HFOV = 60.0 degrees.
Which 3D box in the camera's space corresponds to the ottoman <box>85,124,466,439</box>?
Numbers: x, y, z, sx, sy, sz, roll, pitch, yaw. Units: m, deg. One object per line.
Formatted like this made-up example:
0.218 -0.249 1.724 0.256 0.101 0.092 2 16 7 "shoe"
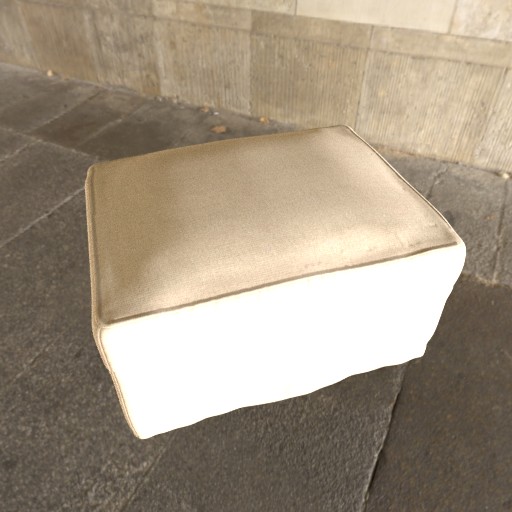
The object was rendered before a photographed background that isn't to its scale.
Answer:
0.000 0.000 1.246 0.833 0.485 0.650 -12 43 -13 "ottoman"
